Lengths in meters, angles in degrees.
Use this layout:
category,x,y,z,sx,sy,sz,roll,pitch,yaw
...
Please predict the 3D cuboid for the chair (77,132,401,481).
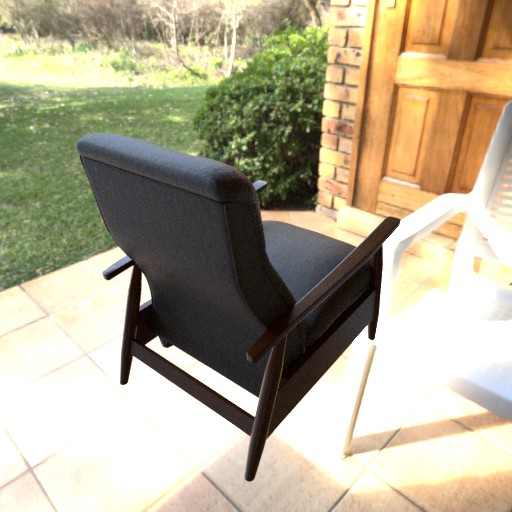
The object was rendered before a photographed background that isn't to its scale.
category,x,y,z,sx,sy,sz,roll,pitch,yaw
chair,0.000,0.000,1.769,0.762,1.081,1.014,22,36,33
